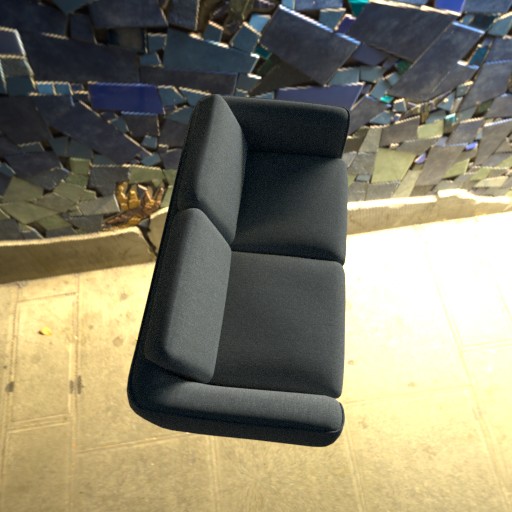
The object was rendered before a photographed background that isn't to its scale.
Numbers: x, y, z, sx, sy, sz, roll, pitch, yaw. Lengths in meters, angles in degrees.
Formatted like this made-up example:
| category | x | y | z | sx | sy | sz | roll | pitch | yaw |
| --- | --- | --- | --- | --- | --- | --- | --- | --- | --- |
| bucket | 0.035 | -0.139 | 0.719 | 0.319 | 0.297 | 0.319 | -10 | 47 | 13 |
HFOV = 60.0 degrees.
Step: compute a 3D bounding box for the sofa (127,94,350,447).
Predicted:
| category | x | y | z | sx | sy | sz | roll | pitch | yaw |
| --- | --- | --- | --- | --- | --- | --- | --- | --- | --- |
| sofa | 0.000 | 0.000 | 2.224 | 0.920 | 0.870 | 1.700 | 6 | 63 | 3 |
